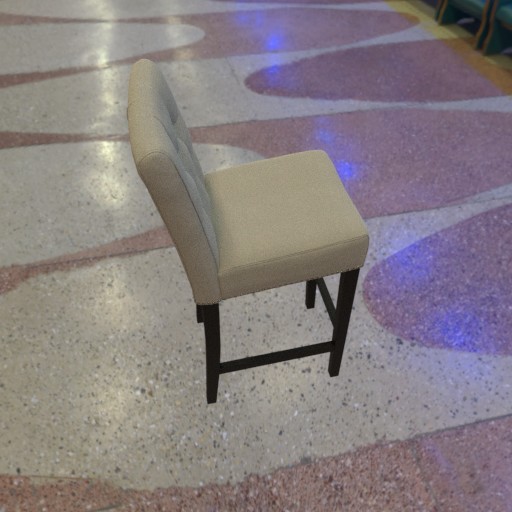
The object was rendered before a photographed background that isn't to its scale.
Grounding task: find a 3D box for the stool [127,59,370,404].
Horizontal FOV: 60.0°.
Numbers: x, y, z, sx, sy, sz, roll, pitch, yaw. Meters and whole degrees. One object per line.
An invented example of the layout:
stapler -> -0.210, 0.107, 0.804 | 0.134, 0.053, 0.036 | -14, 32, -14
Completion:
stool -> 0.000, 0.000, 1.316 | 0.548, 1.047, 0.411 | -9, 48, -8
